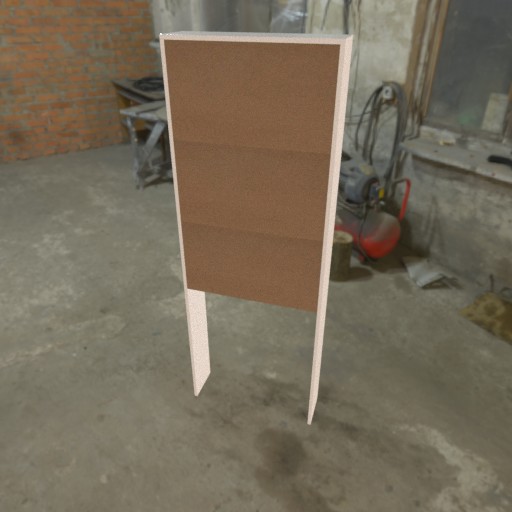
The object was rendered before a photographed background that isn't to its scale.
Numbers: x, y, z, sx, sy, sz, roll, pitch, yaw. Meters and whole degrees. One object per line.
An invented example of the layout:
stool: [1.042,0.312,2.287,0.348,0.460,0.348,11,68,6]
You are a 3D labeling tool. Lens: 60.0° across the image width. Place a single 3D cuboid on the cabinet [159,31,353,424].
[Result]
cabinet: [0.000,0.000,1.976,0.643,1.770,0.192,9,31,15]
